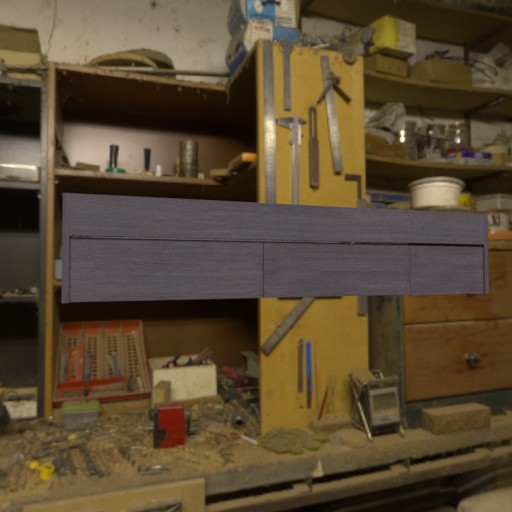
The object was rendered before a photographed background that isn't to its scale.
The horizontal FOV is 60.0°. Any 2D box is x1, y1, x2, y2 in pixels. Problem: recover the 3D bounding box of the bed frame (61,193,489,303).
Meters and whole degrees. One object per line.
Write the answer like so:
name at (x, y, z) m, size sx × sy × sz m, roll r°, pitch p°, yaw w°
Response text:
bed frame at (0.000, 0.000, 2.575) m, size 1.944 × 0.459 × 1.448 m, roll 1°, pitch -2°, yaw -19°
